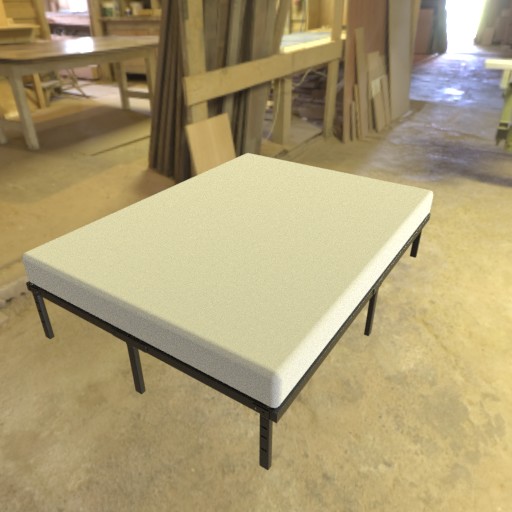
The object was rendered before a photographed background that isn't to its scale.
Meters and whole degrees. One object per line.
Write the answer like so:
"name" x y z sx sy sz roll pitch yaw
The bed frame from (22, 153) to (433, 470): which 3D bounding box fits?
"bed frame" 0.000 0.000 3.509 1.990 0.680 2.635 19 35 28
